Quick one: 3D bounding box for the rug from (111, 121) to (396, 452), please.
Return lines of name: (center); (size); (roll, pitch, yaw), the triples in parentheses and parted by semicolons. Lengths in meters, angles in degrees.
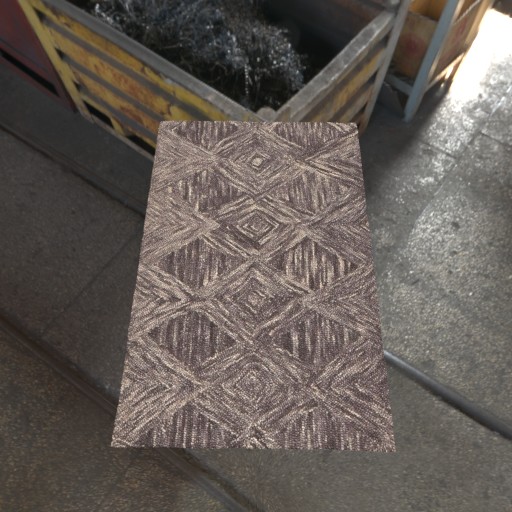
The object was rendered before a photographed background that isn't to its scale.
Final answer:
rug: (0.000, 0.000, 2.254); (1.186, 0.012, 1.814); (1, 63, 0)
